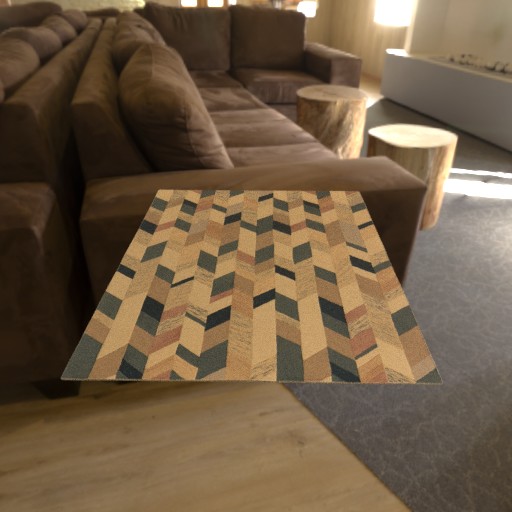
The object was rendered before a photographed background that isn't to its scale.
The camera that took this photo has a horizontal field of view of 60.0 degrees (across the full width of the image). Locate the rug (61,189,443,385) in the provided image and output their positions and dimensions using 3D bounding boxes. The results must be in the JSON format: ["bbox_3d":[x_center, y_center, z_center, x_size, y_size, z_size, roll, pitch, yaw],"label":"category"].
[{"bbox_3d":[0.000,0.000,4.110,2.451,0.011,3.072,1,31,1],"label":"rug"}]
